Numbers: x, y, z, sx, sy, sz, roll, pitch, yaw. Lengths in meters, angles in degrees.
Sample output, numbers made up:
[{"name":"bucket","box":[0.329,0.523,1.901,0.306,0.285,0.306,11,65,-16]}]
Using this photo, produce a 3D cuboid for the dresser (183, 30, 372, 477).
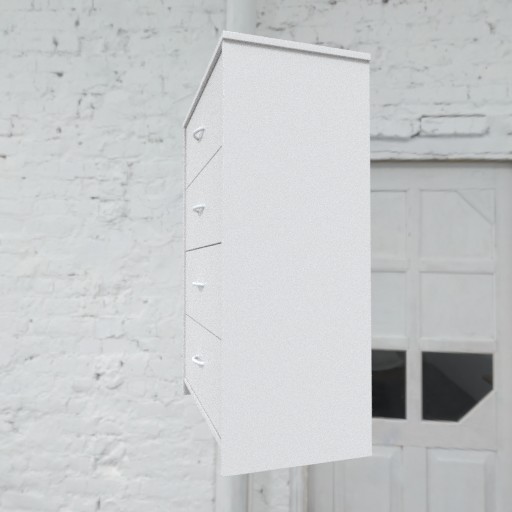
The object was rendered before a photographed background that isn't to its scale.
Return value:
[{"name":"dresser","box":[0.000,0.000,1.399,0.401,1.021,0.704,0,-1,-17]}]
